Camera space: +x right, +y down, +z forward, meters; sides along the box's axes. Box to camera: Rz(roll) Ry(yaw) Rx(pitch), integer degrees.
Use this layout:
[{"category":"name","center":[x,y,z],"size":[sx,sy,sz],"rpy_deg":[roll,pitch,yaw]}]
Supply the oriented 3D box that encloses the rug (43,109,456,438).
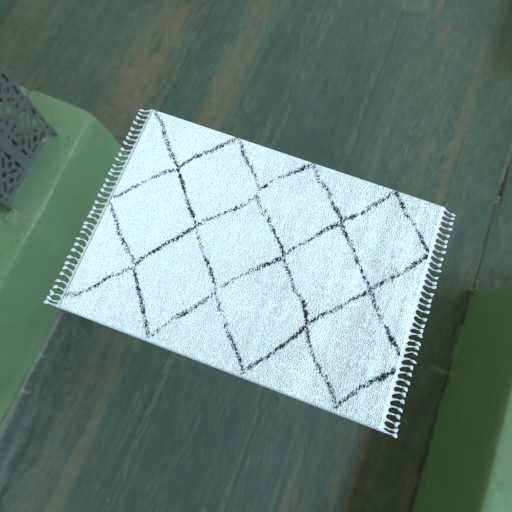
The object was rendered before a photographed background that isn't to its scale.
[{"category":"rug","center":[0.000,0.000,2.858],"size":[2.307,0.031,1.494],"rpy_deg":[20,77,5]}]
